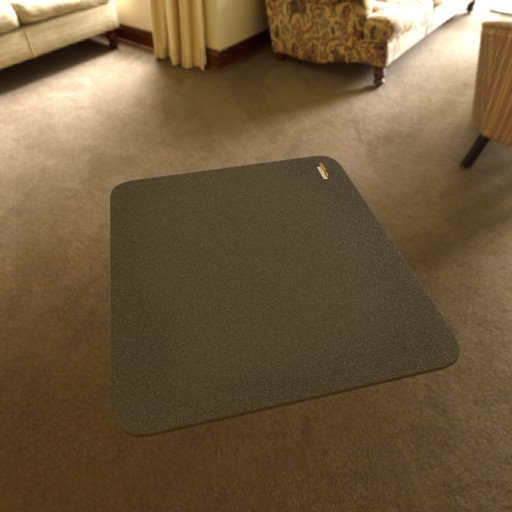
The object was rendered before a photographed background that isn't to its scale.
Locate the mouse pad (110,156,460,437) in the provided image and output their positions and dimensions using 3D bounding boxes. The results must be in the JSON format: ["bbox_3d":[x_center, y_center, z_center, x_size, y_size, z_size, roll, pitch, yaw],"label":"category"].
[{"bbox_3d":[0.000,0.000,0.319,0.203,0.003,0.229,-10,46,-10],"label":"mouse pad"}]
